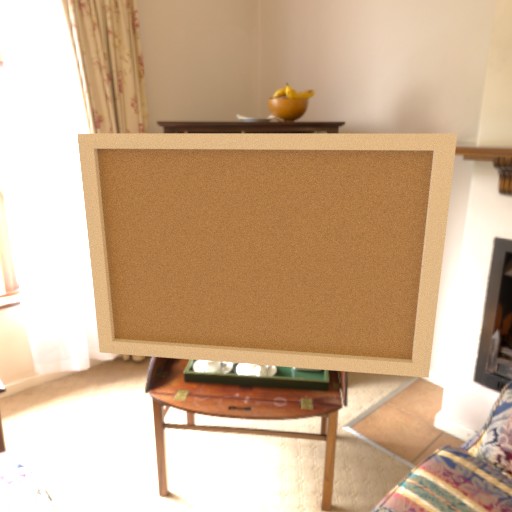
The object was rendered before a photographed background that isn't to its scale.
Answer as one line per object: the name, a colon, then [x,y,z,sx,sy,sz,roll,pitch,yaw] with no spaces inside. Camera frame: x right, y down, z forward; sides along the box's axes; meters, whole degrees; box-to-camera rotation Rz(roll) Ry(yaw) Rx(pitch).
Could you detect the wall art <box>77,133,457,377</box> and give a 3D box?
wall art: [0.000,0.000,1.440,1.144,0.767,0.038,2,16,8]
